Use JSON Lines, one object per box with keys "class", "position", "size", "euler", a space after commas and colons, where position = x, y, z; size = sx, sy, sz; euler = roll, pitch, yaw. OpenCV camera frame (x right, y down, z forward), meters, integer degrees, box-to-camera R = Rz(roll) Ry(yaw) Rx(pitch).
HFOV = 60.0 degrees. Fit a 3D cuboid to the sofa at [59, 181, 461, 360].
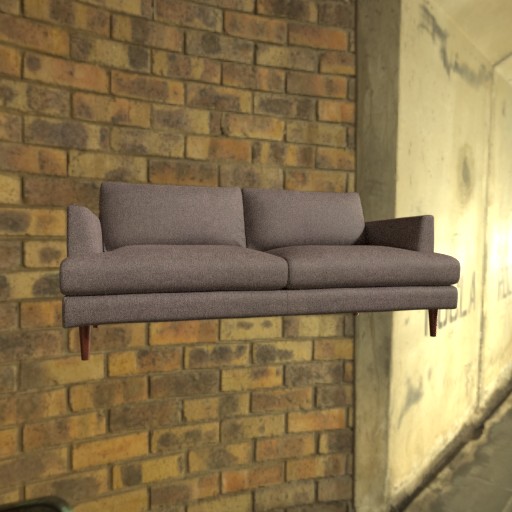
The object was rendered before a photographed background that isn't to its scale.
{"class": "sofa", "position": [0.000, 0.000, 2.520], "size": [1.948, 0.868, 1.020], "euler": [0, 1, -17]}
